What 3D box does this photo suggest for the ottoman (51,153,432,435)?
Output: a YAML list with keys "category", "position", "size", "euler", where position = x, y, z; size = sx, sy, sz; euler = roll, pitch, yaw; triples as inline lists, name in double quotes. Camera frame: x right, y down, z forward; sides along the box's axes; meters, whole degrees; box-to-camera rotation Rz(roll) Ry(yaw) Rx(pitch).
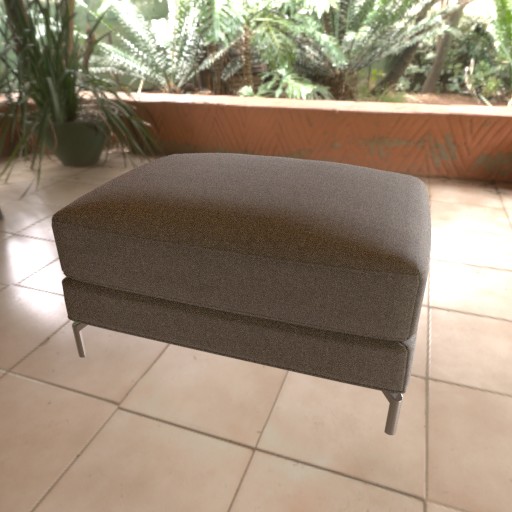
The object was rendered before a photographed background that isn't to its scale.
- category: "ottoman"
  position: [0.000, 0.000, 1.184]
  size: [0.838, 0.457, 0.584]
  euler: [9, 29, 16]
